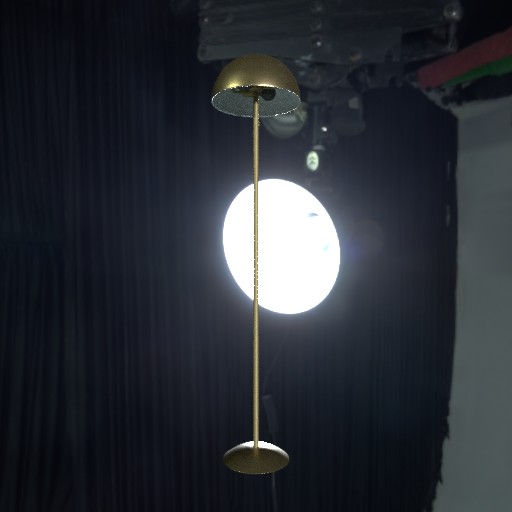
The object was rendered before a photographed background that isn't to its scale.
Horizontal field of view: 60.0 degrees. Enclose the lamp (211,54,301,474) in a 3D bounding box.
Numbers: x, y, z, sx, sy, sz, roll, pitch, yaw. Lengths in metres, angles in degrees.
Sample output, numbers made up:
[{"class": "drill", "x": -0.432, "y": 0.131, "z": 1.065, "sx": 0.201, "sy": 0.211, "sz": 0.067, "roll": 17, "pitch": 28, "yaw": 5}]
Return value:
[{"class": "lamp", "x": 0.000, "y": 0.000, "z": 1.631, "sx": 0.328, "sy": 1.480, "sz": 0.328, "roll": 1, "pitch": -1, "yaw": -36}]
